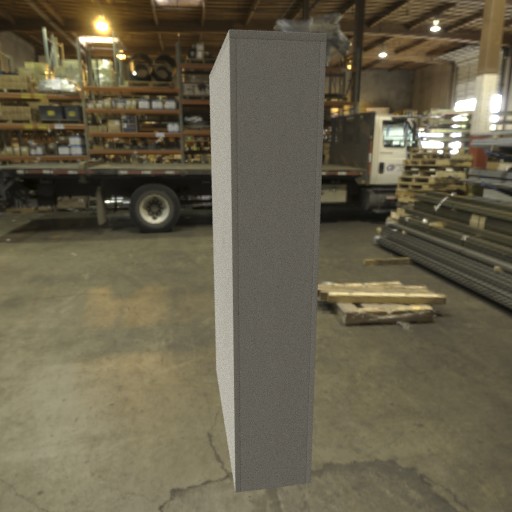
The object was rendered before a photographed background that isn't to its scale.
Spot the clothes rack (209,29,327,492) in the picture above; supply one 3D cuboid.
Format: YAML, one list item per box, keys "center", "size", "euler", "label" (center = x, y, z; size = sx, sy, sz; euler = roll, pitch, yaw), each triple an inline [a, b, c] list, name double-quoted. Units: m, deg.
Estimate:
- center: [0.000, 0.000, 1.562]
  size: [0.250, 1.280, 0.750]
  euler: [-2, 14, -9]
  label: "clothes rack"
